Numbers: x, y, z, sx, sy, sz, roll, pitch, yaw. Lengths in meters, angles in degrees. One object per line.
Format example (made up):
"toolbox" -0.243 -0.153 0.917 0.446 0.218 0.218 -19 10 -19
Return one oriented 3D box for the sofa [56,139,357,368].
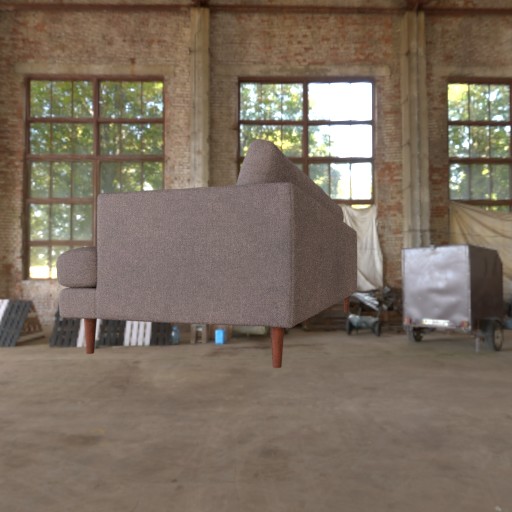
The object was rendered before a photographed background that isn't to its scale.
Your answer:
"sofa" 0.000 0.000 2.745 1.020 0.868 2.250 0 -1 18
